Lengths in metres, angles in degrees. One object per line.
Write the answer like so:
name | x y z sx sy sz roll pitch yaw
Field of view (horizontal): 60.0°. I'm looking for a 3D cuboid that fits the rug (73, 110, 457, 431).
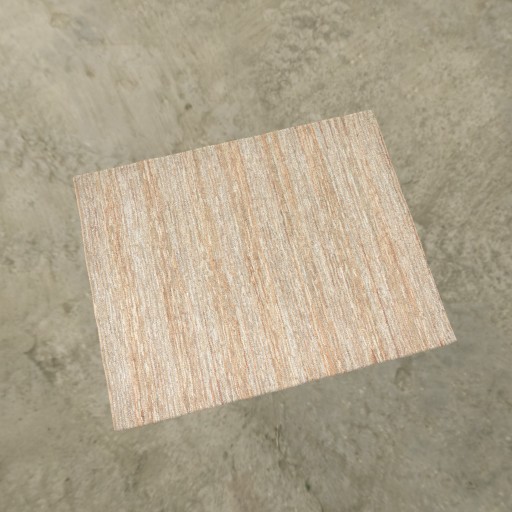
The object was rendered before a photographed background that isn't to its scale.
rug | 0.000 0.000 3.931 2.939 0.009 2.313 -14 76 -3
